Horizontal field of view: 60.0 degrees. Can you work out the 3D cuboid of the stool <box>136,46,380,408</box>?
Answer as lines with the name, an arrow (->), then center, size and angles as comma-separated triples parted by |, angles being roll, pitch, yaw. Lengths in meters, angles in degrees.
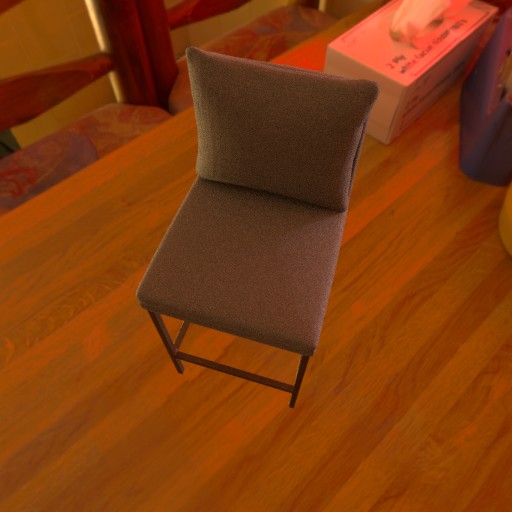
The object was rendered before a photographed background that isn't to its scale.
stool -> 0.000, 0.000, 1.310 | 0.463, 1.031, 0.569 | 14, 59, 9
